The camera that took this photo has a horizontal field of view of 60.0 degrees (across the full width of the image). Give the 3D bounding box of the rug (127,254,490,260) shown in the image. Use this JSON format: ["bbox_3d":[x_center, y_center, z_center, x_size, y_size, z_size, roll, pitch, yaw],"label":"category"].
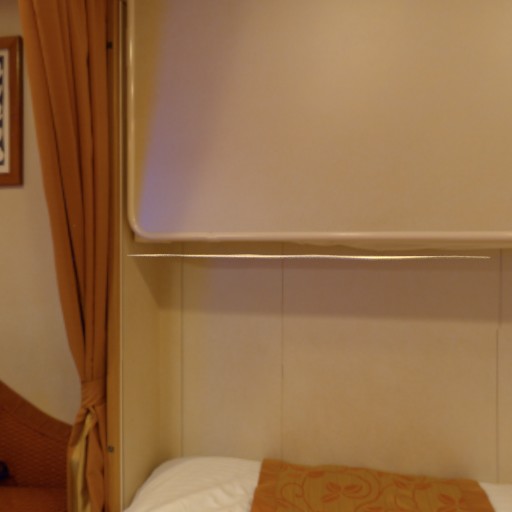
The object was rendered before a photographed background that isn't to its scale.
[{"bbox_3d":[0.000,0.000,2.693,0.762,0.013,2.439,0,0,-35],"label":"rug"}]
